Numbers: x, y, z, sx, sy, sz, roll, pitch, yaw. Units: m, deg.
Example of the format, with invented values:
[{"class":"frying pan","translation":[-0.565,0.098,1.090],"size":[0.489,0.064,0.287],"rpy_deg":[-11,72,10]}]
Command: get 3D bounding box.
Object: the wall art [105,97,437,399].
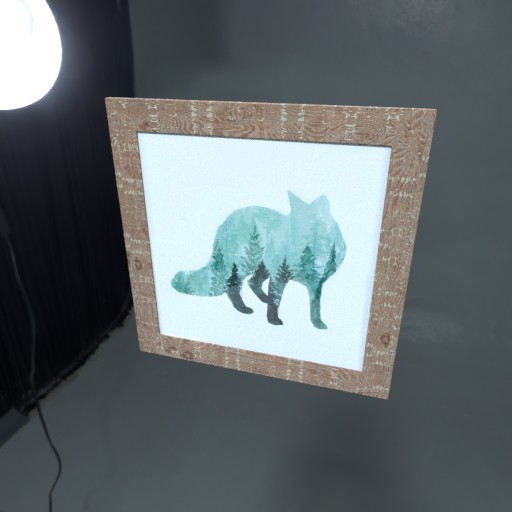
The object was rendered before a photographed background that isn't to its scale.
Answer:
[{"class":"wall art","translation":[0.000,0.000,0.585],"size":[0.384,0.384,0.012],"rpy_deg":[7,27,15]}]
